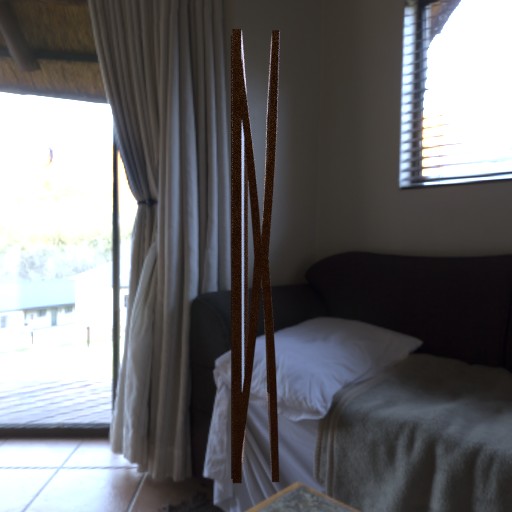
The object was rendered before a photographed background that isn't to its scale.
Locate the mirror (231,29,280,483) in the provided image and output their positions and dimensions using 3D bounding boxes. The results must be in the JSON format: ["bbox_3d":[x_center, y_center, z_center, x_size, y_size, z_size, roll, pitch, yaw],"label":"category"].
[{"bbox_3d":[0.000,0.000,0.982,0.082,0.768,0.468,0,1,0],"label":"mirror"}]
